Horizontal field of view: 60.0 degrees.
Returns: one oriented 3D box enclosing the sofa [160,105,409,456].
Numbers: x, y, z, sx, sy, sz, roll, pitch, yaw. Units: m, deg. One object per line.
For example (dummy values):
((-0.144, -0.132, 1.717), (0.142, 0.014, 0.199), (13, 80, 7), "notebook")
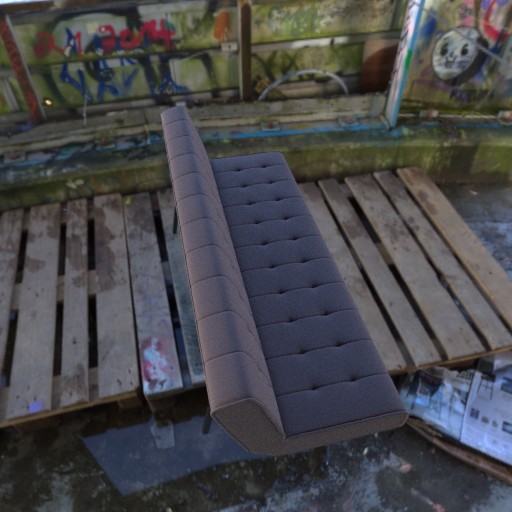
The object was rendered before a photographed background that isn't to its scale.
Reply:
((0.000, 0.000, 2.073), (0.747, 0.699, 1.703), (-10, 47, -9), "sofa")
